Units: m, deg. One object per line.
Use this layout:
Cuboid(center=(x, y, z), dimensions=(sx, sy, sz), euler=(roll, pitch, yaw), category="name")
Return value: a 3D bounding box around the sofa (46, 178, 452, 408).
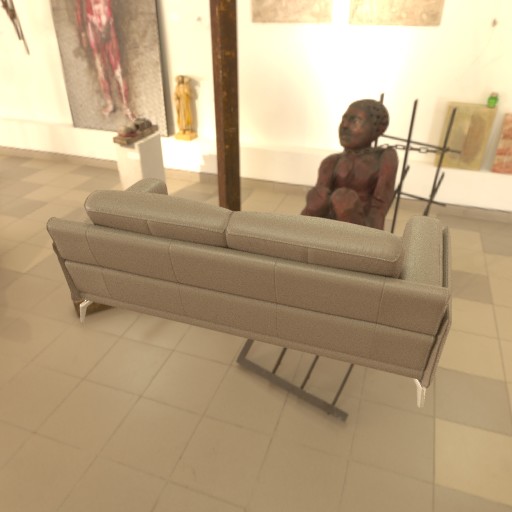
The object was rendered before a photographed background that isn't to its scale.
Cuboid(center=(0.000, 0.000, 2.569), dimensions=(2.101, 0.930, 1.049), euler=(10, 33, 16), category="sofa")
